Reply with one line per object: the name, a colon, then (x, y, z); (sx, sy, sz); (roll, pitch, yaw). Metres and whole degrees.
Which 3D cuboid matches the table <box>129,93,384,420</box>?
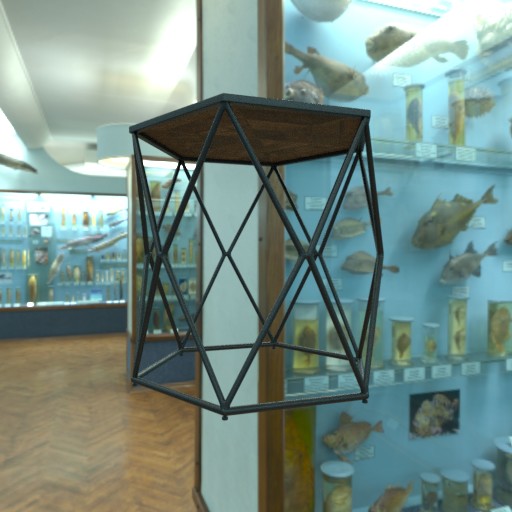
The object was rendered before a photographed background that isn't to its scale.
table: (0.000, 0.000, 1.051); (0.578, 0.564, 0.579); (0, 1, -18)
